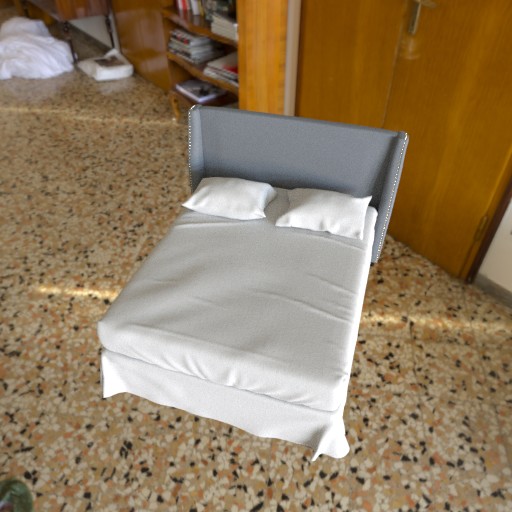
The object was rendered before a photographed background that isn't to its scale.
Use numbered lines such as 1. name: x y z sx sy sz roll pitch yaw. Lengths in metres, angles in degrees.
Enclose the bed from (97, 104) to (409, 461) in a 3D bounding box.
1. bed: 0.000 0.000 3.447 1.925 1.332 2.276 12 43 13
